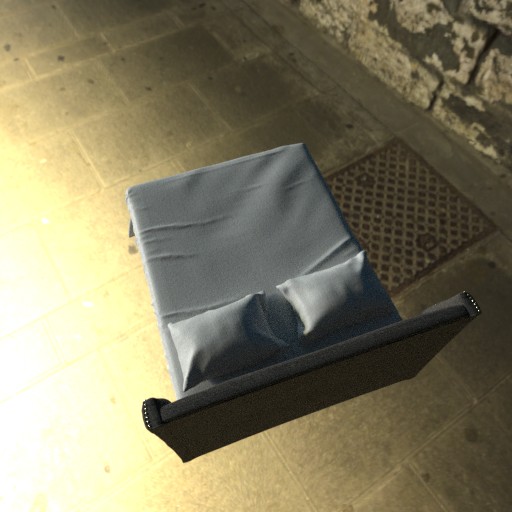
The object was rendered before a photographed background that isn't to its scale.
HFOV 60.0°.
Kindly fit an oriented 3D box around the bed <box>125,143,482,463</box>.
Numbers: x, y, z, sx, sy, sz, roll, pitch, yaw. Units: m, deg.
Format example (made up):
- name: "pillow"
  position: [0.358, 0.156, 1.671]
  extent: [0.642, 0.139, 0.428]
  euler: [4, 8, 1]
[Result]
- name: "bed"
  position: [0.000, 0.000, 3.398]
  extent: [1.925, 1.332, 2.276]
  euler: [-17, 60, -10]
